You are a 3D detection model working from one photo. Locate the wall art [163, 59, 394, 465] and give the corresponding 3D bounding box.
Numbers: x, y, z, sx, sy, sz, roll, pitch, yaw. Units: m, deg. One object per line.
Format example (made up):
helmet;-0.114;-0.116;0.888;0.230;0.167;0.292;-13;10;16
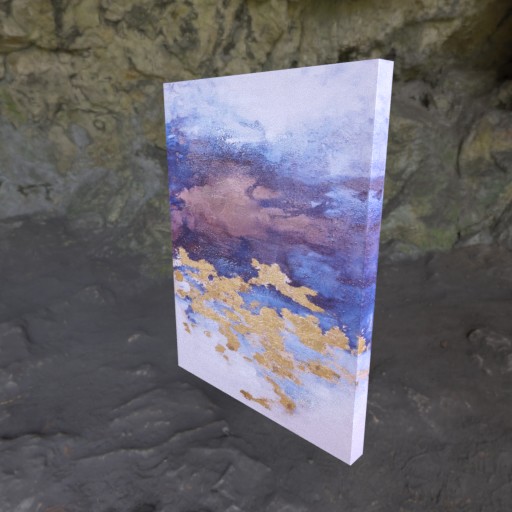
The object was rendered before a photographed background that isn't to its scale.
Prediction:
wall art;0.000;0.000;0.762;0.437;0.581;0.036;15;22;42
